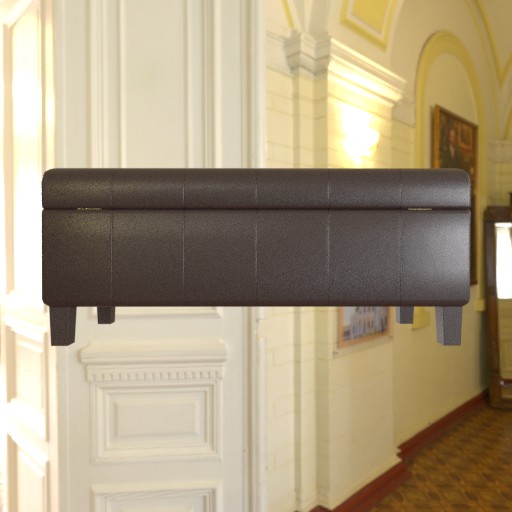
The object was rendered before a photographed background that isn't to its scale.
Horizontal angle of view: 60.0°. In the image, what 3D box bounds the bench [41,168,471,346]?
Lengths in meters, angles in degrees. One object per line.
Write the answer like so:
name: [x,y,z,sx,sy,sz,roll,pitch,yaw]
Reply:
bench: [0.000,0.000,1.328,1.092,0.457,0.429,0,1,0]
